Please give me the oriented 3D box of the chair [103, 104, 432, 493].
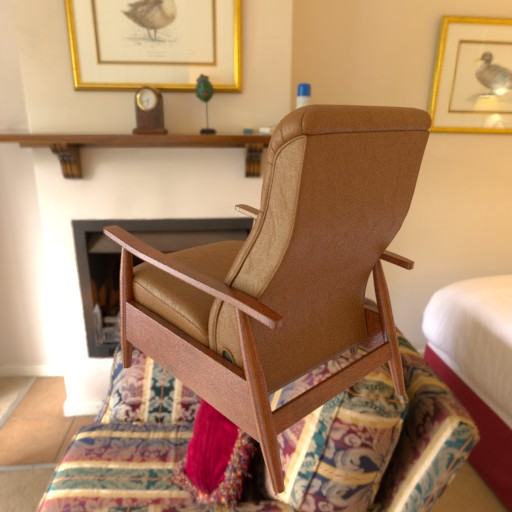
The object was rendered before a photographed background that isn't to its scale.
[{"bbox_3d":[0.000,0.000,1.712,0.762,1.082,1.014,-15,23,-41],"label":"chair"}]
